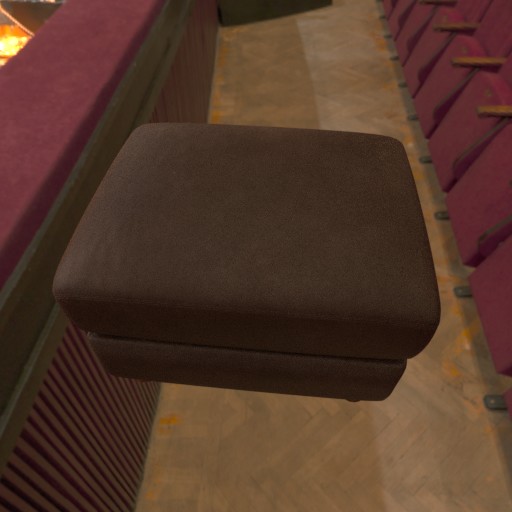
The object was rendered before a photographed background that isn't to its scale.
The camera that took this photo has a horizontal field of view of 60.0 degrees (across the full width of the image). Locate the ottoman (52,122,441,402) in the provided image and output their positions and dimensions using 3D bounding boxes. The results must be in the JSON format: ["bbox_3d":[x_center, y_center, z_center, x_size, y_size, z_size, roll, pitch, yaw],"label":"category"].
[{"bbox_3d":[0.000,0.000,1.230,0.806,0.569,0.670,4,46,4],"label":"ottoman"}]
